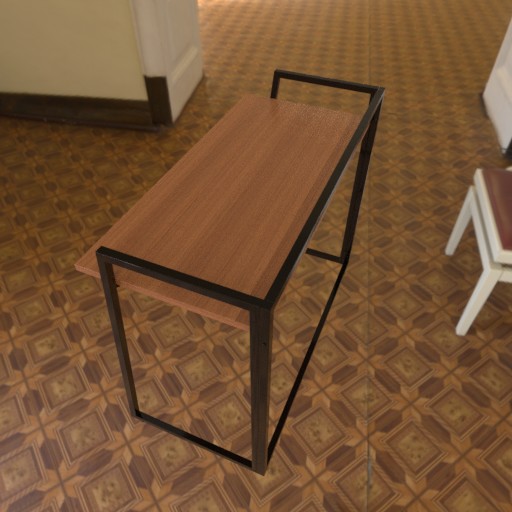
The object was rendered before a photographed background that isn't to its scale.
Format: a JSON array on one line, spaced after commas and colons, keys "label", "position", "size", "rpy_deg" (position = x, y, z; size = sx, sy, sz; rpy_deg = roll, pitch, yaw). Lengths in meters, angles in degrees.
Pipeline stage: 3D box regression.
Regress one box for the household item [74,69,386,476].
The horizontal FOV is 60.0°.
[{"label": "household item", "position": [0.000, 0.000, 1.538], "size": [0.510, 0.860, 1.050], "rpy_deg": [17, 47, 16]}]
